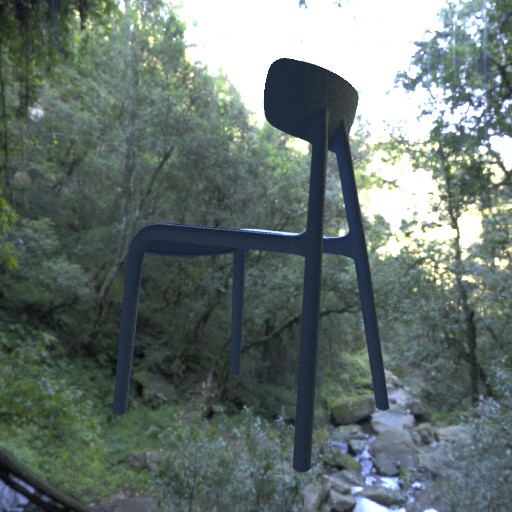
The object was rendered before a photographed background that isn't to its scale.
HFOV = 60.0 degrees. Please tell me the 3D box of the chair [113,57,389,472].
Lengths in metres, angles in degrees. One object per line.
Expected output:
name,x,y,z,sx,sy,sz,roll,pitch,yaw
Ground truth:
chair,0.000,0.000,0.832,0.401,0.580,0.356,0,0,37
